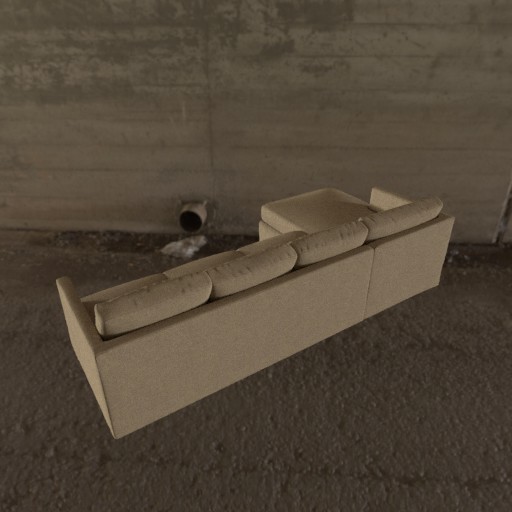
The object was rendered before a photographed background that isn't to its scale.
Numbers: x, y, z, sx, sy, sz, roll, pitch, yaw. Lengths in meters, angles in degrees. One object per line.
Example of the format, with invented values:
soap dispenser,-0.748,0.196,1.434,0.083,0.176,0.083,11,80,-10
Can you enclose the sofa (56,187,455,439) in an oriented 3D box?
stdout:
sofa,0.000,0.000,3.877,3.198,0.920,1.638,-18,35,-28
